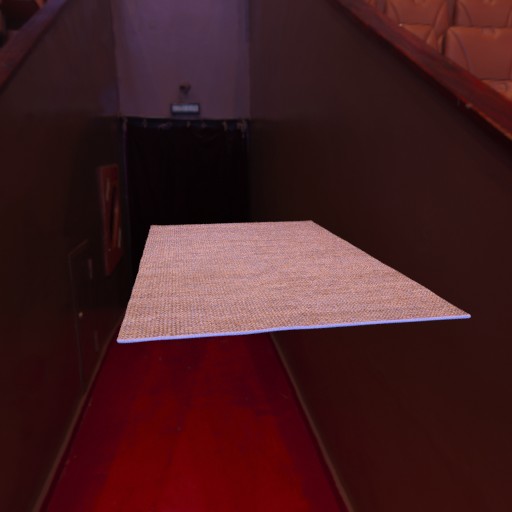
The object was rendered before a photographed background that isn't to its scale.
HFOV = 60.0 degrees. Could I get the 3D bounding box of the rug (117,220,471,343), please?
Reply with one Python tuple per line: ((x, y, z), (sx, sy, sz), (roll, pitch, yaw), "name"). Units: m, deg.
((0.000, 0.000, 3.004), (1.521, 0.034, 2.438), (-2, 15, -10), "rug")
